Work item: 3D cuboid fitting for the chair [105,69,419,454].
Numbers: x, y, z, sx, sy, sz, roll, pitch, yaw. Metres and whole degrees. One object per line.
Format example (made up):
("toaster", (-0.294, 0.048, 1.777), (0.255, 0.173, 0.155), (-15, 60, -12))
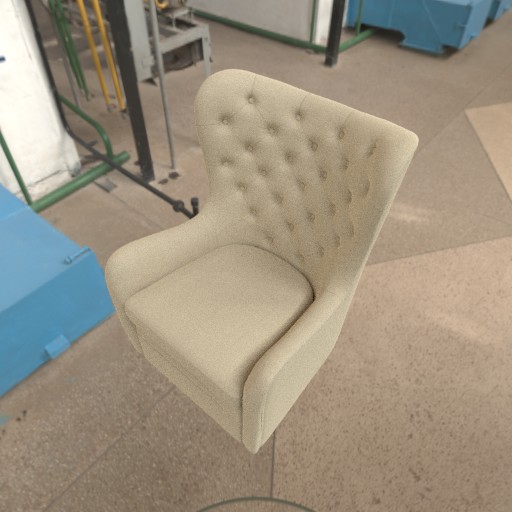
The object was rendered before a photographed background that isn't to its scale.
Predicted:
("chair", (0.000, 0.000, 1.739), (0.831, 1.079, 0.929), (32, 53, 27))
